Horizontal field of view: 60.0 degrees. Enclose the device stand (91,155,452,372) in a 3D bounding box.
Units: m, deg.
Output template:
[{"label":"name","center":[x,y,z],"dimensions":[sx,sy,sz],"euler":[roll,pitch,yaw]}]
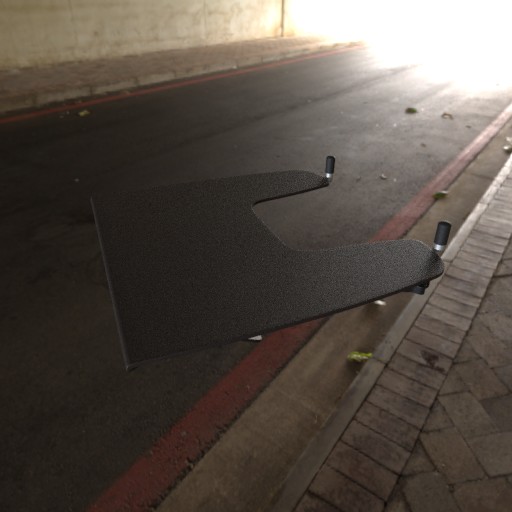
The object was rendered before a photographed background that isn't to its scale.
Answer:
[{"label":"device stand","center":[0.000,0.000,0.358],"dimensions":[0.230,0.092,0.230],"euler":[-12,33,-19]}]
